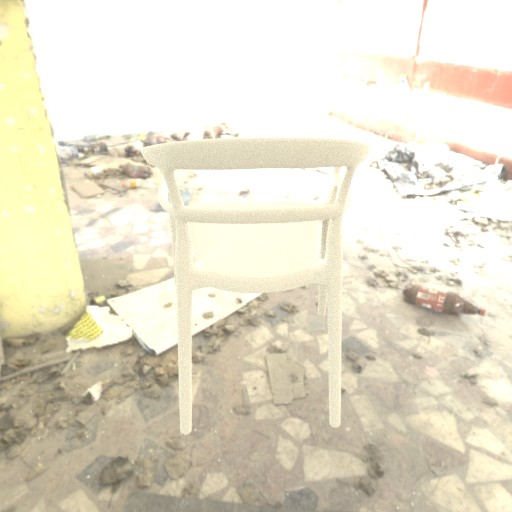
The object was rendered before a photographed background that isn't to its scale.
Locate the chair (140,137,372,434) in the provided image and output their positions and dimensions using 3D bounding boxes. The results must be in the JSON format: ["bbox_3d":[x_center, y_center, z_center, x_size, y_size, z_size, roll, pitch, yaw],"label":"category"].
[{"bbox_3d":[0.000,0.000,1.179,0.559,0.761,0.527,-2,29,-3],"label":"chair"}]
